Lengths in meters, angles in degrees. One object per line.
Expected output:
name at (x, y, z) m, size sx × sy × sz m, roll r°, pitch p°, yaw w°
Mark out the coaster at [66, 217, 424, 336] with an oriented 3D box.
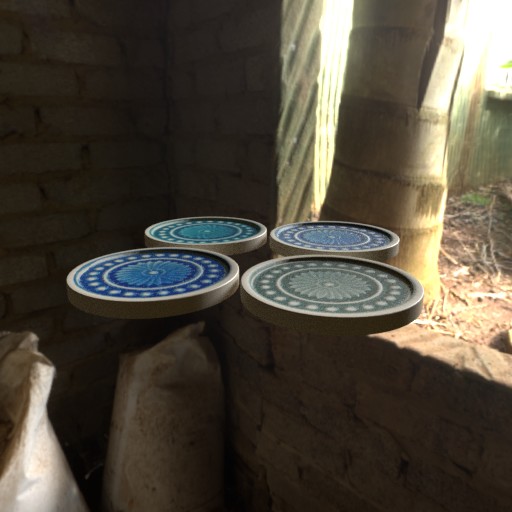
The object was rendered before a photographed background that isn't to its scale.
coaster at (0.000, 0.000, 0.334) m, size 0.220 × 0.010 × 0.224 m, roll 3°, pitch 17°, yaw 10°
